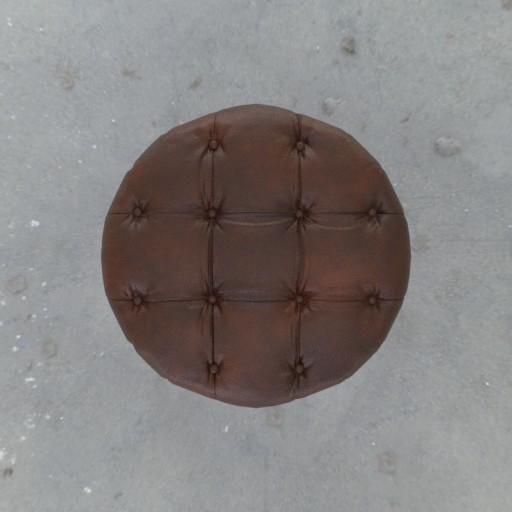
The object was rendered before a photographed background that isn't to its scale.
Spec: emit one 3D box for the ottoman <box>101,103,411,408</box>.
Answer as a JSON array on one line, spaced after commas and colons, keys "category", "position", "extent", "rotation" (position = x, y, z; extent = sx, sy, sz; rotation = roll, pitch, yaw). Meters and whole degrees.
[{"category": "ottoman", "position": [0.000, 0.000, 1.425], "extent": [0.901, 0.455, 0.901], "rotation": [0, 91, -1]}]
